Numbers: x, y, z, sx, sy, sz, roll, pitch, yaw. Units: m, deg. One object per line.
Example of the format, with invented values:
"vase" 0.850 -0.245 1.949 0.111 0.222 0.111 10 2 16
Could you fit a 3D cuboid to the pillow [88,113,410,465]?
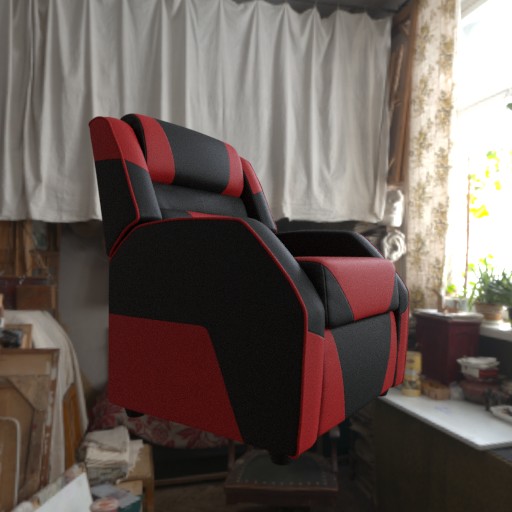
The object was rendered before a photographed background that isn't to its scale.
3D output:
"pillow" 0.000 0.000 1.226 0.672 0.805 0.620 0 -1 36
